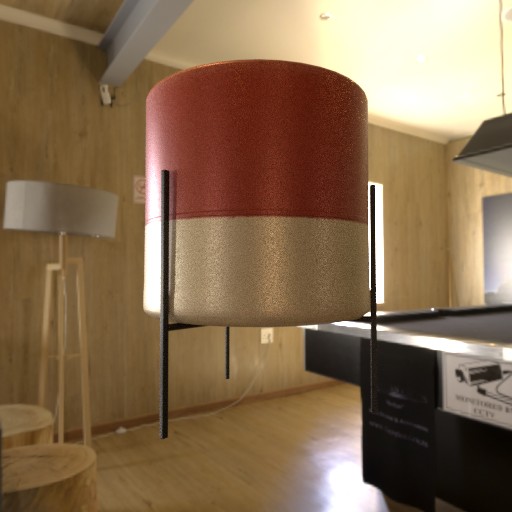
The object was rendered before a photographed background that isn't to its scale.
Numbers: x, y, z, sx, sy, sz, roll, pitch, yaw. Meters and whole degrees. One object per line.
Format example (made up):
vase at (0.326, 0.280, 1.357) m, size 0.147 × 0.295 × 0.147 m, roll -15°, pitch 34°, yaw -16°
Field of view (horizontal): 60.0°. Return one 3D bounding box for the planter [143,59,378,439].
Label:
planter at (0.000, 0.000, 0.700) m, size 0.345 × 0.465 × 0.354 m, roll 1°, pitch -2°, yaw -19°
